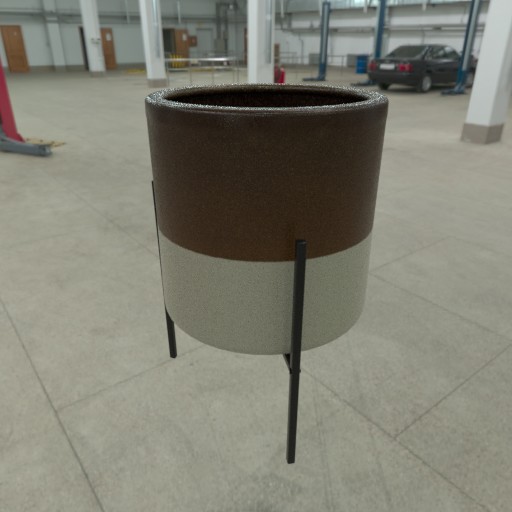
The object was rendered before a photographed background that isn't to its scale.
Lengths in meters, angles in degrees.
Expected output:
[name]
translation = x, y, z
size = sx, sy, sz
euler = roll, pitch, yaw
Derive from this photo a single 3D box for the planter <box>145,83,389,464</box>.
[planter]
translation = 0.000, 0.000, 0.541
size = 0.269, 0.375, 0.255
euler = 8, 27, 15
